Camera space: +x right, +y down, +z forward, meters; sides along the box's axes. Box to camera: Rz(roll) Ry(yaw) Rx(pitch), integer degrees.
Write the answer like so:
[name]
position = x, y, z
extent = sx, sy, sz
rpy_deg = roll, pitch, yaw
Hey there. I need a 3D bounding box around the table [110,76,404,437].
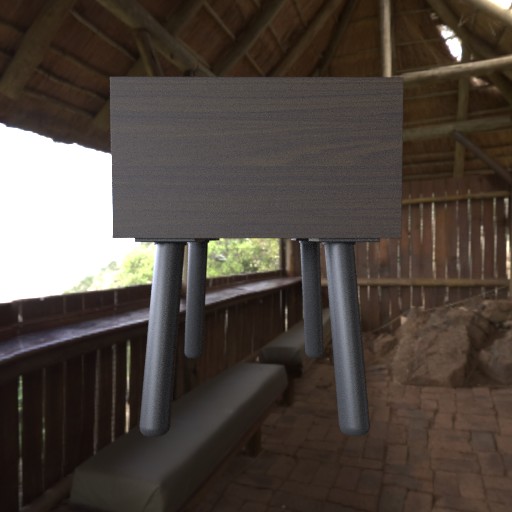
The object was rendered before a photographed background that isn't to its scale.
[table]
position = 0.000, 0.000, 0.793
extent = 0.370, 0.470, 0.450
rpy_deg = 0, 2, 0
